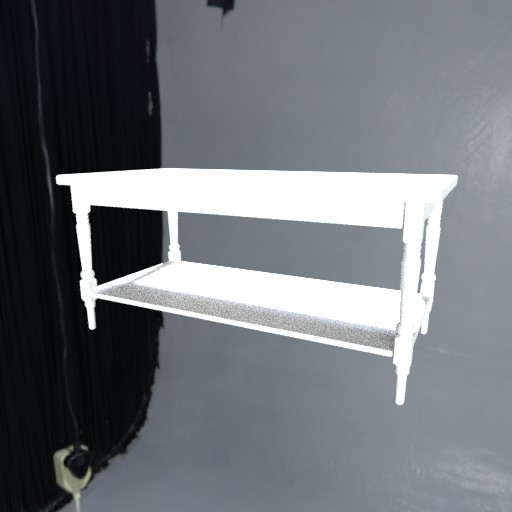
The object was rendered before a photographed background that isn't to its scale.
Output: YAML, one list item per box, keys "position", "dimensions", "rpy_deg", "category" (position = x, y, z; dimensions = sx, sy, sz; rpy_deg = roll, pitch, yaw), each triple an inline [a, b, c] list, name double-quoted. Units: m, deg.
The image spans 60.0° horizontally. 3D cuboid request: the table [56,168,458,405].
- position: [0.000, 0.000, 1.421]
  dimensions: [1.107, 0.510, 0.550]
  rpy_deg: [7, 15, 26]
  category: "table"
